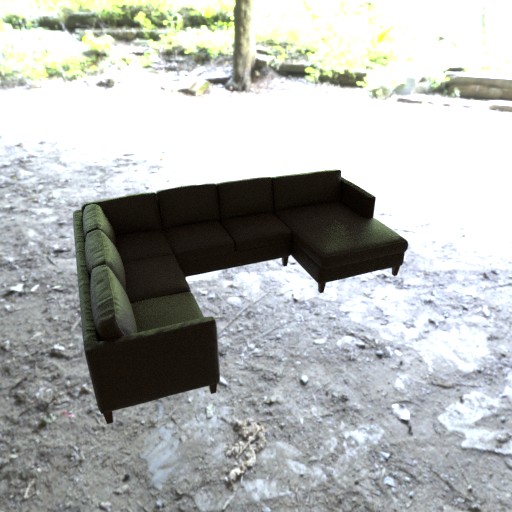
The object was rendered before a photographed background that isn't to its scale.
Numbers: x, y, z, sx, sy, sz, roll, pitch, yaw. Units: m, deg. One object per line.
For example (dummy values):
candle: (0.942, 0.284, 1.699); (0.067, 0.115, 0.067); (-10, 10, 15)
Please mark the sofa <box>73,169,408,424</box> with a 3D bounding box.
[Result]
sofa: (0.000, 0.000, 4.635); (3.460, 0.923, 2.593); (-11, 31, -19)
